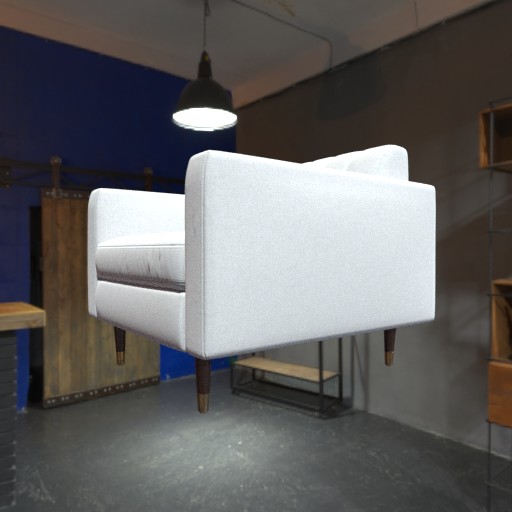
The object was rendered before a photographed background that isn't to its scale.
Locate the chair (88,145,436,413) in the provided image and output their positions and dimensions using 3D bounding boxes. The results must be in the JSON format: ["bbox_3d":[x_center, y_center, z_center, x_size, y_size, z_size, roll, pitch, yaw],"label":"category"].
[{"bbox_3d":[0.000,0.000,1.661,0.998,0.819,0.953,0,1,-37],"label":"chair"}]
